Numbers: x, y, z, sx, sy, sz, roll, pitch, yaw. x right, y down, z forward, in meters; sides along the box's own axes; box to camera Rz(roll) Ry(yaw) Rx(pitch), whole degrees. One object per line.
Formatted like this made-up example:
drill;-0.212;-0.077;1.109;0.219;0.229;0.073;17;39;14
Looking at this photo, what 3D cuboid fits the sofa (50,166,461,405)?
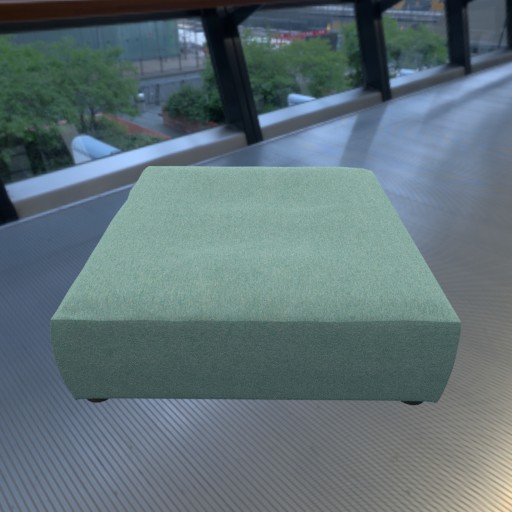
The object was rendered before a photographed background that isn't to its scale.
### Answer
sofa;0.000;0.000;1.425;0.930;0.330;0.930;0;32;1
